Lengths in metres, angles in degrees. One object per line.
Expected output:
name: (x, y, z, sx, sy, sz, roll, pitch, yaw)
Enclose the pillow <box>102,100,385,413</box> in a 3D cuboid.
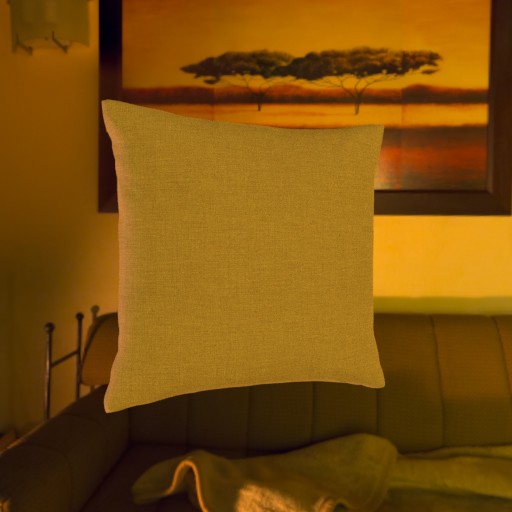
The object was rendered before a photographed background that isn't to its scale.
pillow: (0.000, 0.000, 0.785, 0.517, 0.508, 0.158, 0, 0, -16)
